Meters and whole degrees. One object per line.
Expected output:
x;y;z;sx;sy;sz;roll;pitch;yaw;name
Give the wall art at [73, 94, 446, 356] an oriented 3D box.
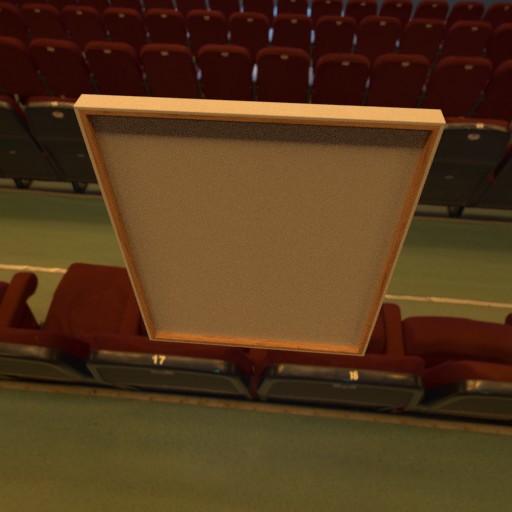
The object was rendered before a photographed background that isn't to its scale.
0.000;0.000;0.836;0.508;0.606;0.037;4;48;3;wall art
